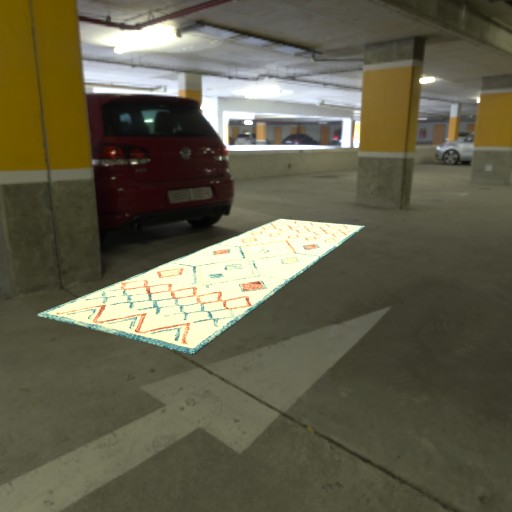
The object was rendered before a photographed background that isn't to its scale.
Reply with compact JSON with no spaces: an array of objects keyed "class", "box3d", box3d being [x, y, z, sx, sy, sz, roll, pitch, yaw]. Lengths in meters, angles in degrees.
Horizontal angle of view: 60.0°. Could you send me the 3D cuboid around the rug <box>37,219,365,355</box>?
[{"class":"rug","box3d":[0.000,0.000,2.664,0.750,0.011,2.435,7,16,25]}]
